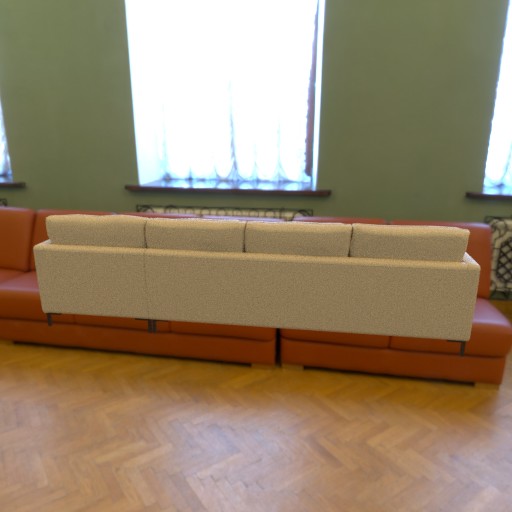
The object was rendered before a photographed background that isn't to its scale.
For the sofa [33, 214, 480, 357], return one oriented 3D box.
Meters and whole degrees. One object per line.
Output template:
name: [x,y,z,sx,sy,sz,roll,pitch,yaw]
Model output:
sofa: [0.000,0.000,3.246,2.731,0.755,1.258,3,17,8]
